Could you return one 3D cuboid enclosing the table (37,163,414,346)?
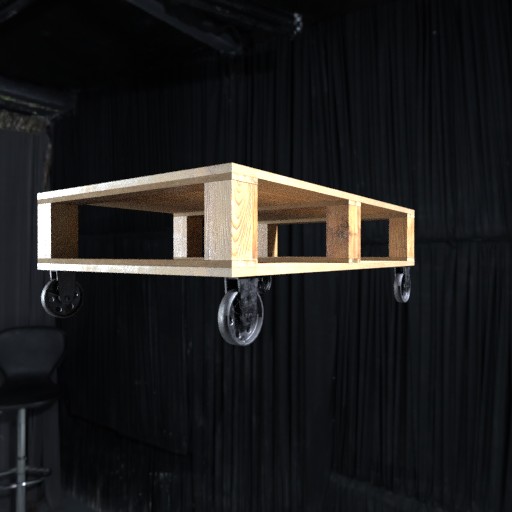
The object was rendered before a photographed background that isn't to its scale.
[{"bbox_3d":[0.000,0.000,1.735,0.827,0.413,1.299,0,0,36],"label":"table"}]
